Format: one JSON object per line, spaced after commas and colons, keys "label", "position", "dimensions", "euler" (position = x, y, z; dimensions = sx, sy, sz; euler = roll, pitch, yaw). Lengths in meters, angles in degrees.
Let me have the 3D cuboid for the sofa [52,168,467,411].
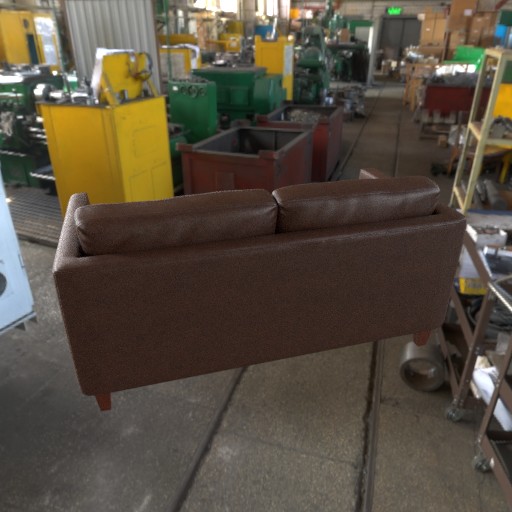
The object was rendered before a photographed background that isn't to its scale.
{"label": "sofa", "position": [0.000, 0.000, 2.410], "dimensions": [1.883, 0.933, 0.951], "euler": [-8, 28, -14]}
